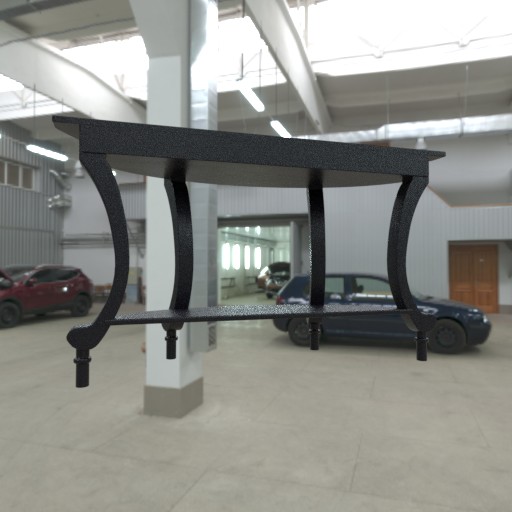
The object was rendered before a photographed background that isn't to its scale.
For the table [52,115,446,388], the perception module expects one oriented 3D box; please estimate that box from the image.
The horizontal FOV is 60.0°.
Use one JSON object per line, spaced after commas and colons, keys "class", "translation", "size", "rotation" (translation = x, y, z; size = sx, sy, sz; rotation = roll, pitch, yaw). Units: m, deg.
{"class": "table", "translation": [0.000, 0.000, 1.473], "size": [1.198, 0.692, 0.394], "rotation": [0, -1, -17]}
